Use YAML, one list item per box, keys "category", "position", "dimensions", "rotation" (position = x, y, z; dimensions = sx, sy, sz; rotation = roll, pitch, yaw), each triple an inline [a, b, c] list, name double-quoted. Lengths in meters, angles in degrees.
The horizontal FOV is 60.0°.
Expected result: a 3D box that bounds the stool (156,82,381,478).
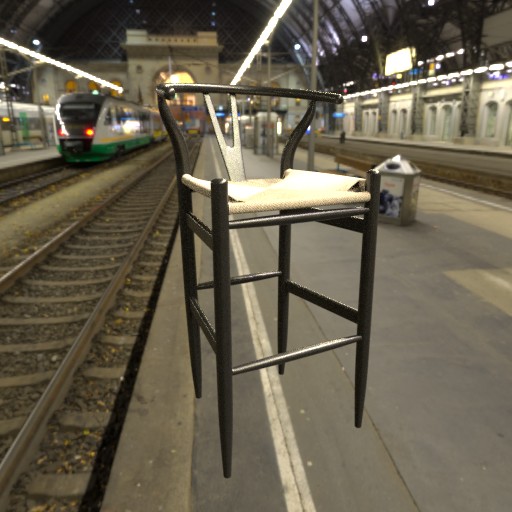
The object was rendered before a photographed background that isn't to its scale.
- category: "stool"
  position: [0.000, 0.000, 1.420]
  dimensions: [0.569, 1.072, 0.579]
  rotation: [-8, 18, -26]
